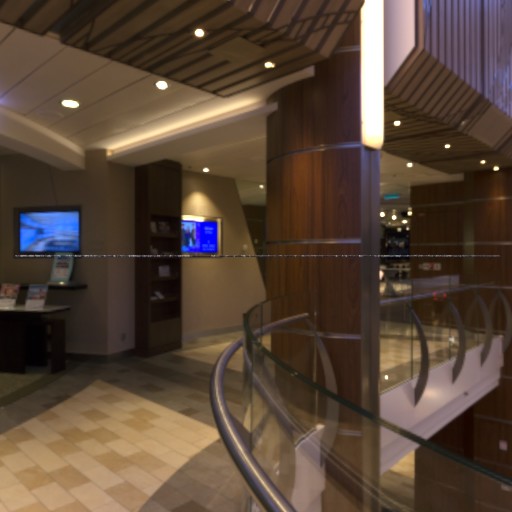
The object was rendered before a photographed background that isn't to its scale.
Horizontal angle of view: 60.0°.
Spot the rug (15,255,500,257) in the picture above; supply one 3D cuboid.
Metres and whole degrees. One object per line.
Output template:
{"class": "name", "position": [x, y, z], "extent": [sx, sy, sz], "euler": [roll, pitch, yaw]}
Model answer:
{"class": "rug", "position": [0.000, 0.000, 2.275], "extent": [1.828, 0.005, 1.219], "euler": [0, 0, -2]}
